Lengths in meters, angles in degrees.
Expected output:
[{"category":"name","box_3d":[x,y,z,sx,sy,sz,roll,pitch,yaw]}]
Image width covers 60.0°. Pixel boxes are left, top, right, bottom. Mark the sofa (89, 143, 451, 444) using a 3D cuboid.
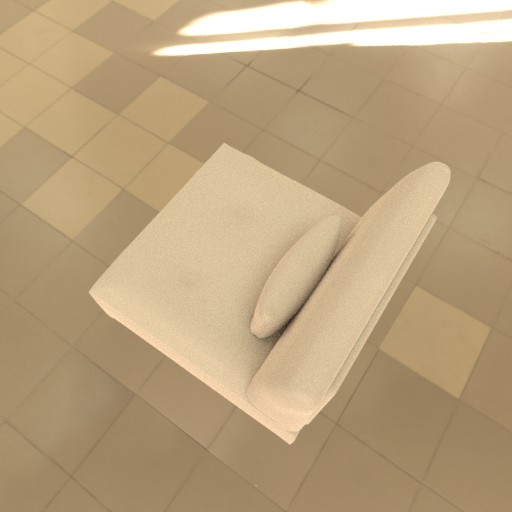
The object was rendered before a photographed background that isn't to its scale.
[{"category":"sofa","box_3d":[0.000,0.000,1.720,1.000,0.828,0.935,31,67,15]}]
